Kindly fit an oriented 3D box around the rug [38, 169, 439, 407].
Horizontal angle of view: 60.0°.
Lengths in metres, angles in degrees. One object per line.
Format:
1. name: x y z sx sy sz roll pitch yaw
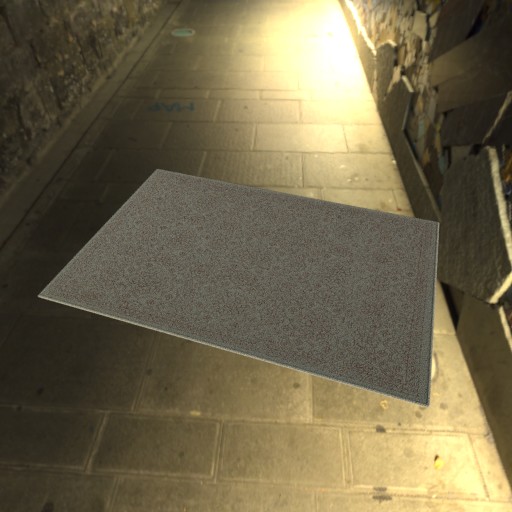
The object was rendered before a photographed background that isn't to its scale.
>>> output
1. rug: 0.000 0.000 2.356 1.829 0.010 1.219 13 44 14
